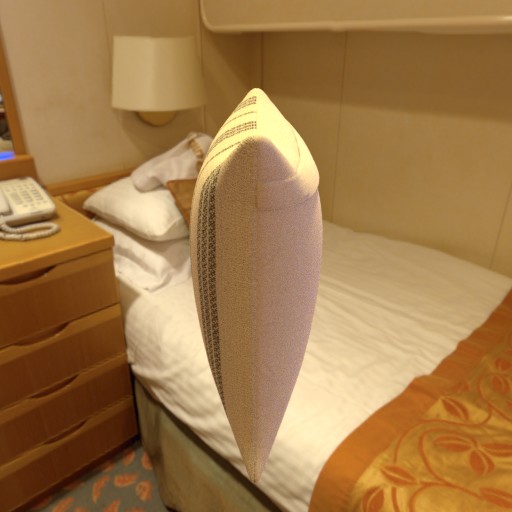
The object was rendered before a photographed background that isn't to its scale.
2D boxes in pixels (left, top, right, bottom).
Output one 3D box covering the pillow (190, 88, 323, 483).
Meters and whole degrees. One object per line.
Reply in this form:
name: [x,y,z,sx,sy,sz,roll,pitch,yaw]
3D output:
pillow: [0.000,0.000,0.618,0.173,0.406,0.405,0,26,0]
